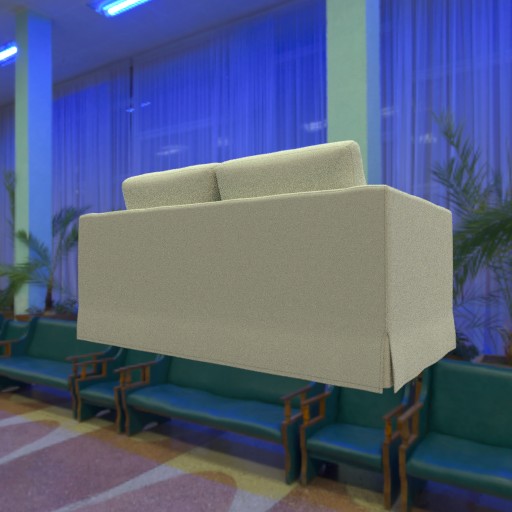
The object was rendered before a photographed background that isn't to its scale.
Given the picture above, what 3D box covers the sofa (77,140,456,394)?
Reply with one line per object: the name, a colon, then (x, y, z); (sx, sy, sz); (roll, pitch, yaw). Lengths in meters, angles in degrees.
sofa: (0.000, 0.000, 2.389); (1.813, 0.932, 1.009); (0, -1, 36)
